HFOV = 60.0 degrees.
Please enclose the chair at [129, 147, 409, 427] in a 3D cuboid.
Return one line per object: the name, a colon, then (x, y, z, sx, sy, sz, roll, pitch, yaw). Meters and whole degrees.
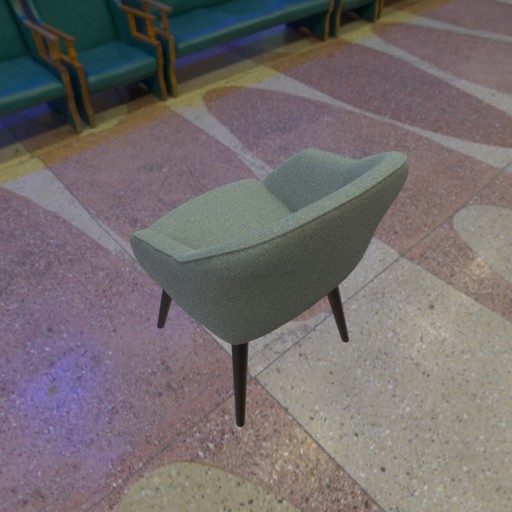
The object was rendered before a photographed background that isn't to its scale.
chair: (0.000, 0.000, 1.249, 0.589, 0.810, 0.611, -31, 53, -26)
